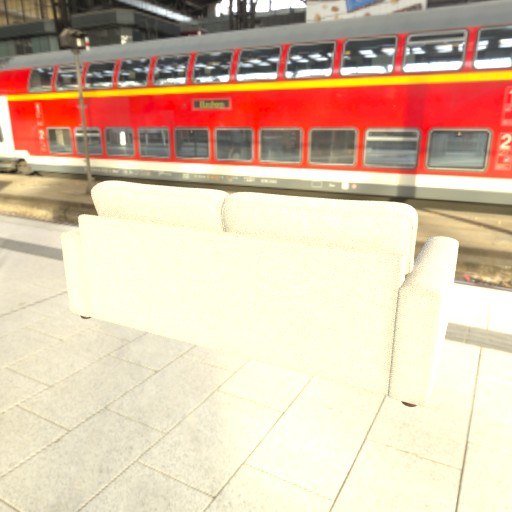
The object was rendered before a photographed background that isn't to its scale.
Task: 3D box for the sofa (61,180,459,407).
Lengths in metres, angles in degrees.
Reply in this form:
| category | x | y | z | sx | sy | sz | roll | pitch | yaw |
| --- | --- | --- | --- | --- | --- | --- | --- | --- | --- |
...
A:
| category | x | y | z | sx | sy | sz | roll | pitch | yaw |
| --- | --- | --- | --- | --- | --- | --- | --- | --- | --- |
| sofa | 0.000 | 0.000 | 2.689 | 2.179 | 0.873 | 1.016 | 8 | 19 | 26 |
